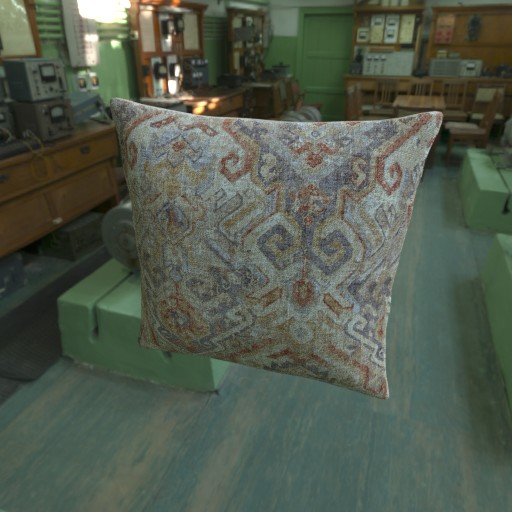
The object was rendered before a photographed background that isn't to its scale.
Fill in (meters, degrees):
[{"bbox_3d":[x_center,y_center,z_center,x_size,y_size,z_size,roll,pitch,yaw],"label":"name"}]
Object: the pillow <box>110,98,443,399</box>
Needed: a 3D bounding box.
[{"bbox_3d":[0.000,0.000,0.772,0.523,0.506,0.166,8,28,15],"label":"pillow"}]
